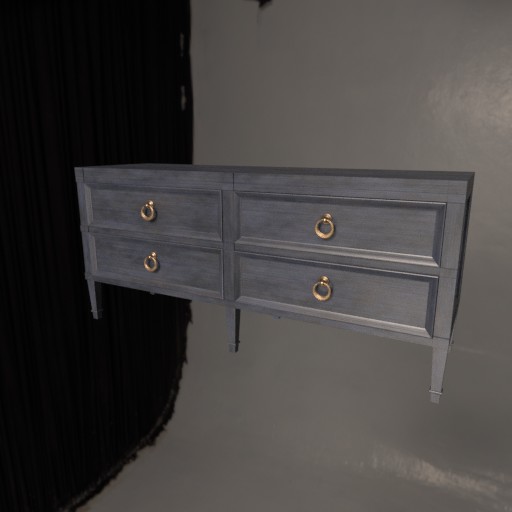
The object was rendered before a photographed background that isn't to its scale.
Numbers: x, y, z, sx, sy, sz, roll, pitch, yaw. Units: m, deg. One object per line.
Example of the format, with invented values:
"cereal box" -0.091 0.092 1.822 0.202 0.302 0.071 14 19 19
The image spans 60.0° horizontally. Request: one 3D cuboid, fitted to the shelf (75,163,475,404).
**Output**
"shelf" 0.000 0.000 1.875 1.575 0.719 0.479 7 16 27
